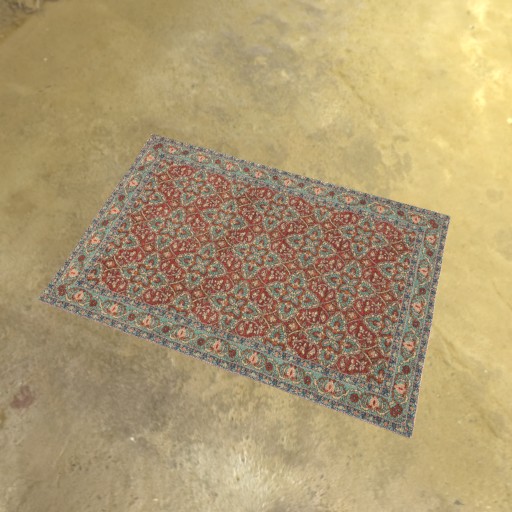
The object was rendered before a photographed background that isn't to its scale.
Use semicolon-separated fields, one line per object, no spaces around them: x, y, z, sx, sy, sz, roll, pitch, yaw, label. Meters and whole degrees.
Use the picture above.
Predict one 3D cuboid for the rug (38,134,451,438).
0.000;0.000;2.298;1.829;0.009;1.219;18;61;10;rug
